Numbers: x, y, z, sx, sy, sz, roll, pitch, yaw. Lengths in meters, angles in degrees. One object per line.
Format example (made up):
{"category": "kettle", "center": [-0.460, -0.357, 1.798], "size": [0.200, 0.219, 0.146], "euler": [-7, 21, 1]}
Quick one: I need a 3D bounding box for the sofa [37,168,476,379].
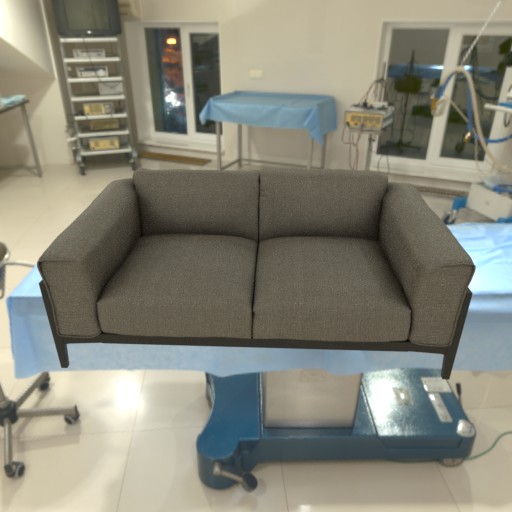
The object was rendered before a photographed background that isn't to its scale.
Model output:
{"category": "sofa", "center": [0.000, 0.000, 2.160], "size": [1.690, 0.656, 0.960], "euler": [1, 28, 2]}
